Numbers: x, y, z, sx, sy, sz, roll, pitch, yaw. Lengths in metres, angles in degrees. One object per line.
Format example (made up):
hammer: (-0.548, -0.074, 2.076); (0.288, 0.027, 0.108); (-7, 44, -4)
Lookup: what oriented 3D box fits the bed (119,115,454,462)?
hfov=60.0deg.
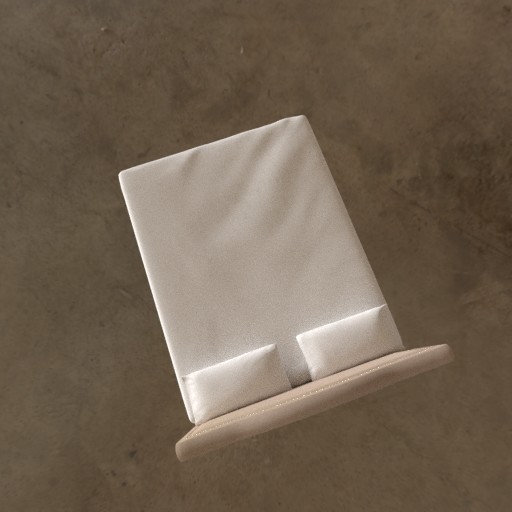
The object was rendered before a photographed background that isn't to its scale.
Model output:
bed: (0.000, 0.000, 3.410); (1.821, 1.436, 2.282); (-19, 76, -5)
